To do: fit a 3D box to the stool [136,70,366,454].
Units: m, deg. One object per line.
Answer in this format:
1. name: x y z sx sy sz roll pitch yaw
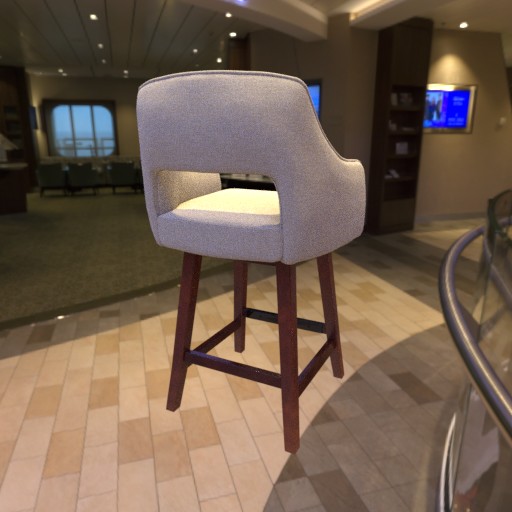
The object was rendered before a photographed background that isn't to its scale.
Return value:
1. stool: 0.000 0.000 1.282 0.550 0.936 0.560 8 18 26
